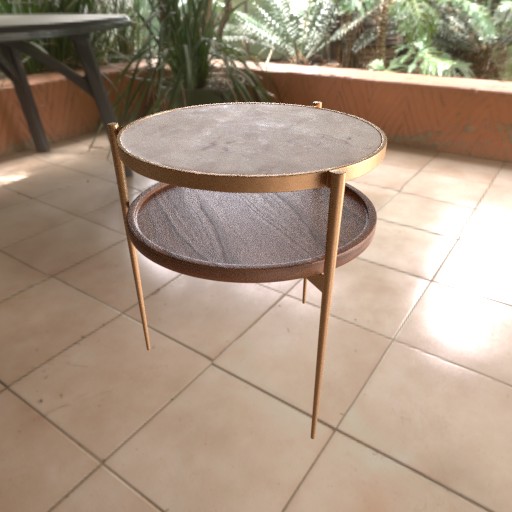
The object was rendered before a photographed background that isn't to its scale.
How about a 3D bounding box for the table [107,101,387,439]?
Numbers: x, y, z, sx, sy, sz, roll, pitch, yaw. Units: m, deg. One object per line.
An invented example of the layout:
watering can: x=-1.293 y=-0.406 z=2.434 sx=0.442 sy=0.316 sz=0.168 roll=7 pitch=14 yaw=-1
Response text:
table: x=0.000 y=0.000 z=0.847 sx=0.430 sy=0.493 sz=0.456 roll=19 pitch=35 yaw=29
